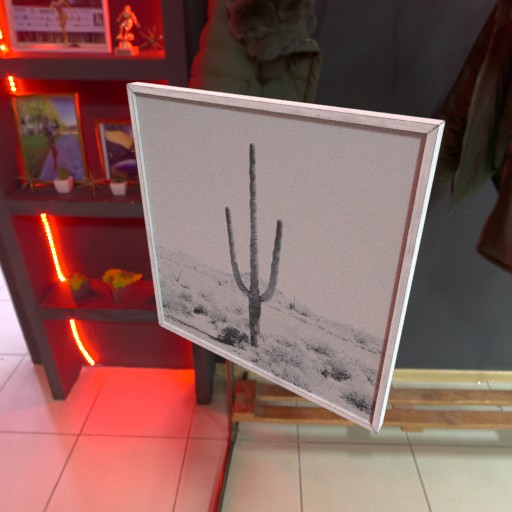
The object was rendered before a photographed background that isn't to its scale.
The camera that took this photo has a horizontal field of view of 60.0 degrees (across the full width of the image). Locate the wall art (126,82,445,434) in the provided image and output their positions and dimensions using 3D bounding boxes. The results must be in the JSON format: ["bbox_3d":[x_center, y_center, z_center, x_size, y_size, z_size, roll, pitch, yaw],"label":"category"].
[{"bbox_3d":[0.000,0.000,1.123,0.762,0.762,0.038,19,35,30],"label":"wall art"}]
